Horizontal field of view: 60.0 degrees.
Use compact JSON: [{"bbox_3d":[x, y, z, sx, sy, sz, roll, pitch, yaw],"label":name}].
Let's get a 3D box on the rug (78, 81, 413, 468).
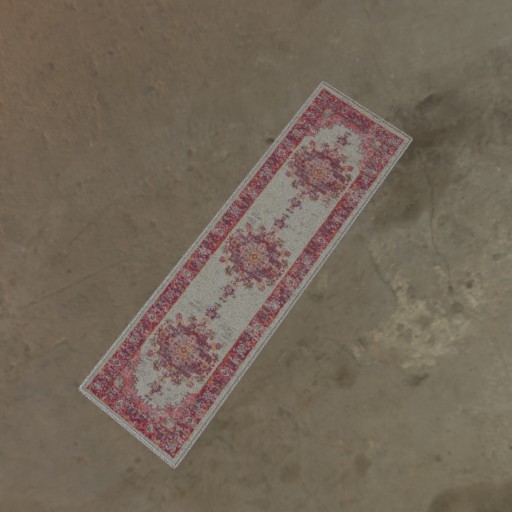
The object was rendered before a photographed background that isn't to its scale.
[{"bbox_3d":[0.000,0.000,2.511,0.666,0.011,2.294,36,80,8],"label":"rug"}]
